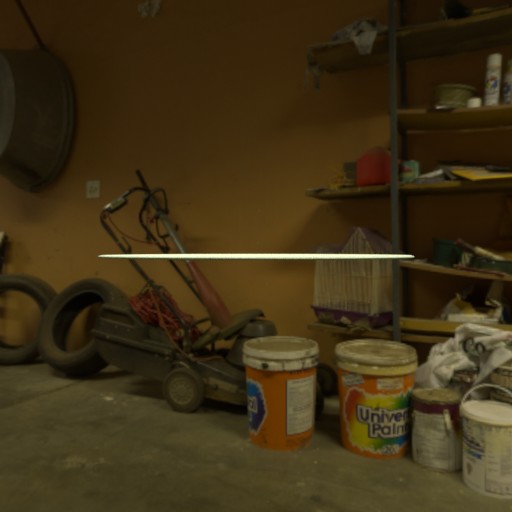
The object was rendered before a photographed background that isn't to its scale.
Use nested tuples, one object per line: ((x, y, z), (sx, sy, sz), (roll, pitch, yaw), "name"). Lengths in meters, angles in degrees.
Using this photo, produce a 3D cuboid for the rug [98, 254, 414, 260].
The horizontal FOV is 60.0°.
((0.000, 0.000, 2.366), (1.593, 0.012, 1.593), (0, 1, 0), "rug")
